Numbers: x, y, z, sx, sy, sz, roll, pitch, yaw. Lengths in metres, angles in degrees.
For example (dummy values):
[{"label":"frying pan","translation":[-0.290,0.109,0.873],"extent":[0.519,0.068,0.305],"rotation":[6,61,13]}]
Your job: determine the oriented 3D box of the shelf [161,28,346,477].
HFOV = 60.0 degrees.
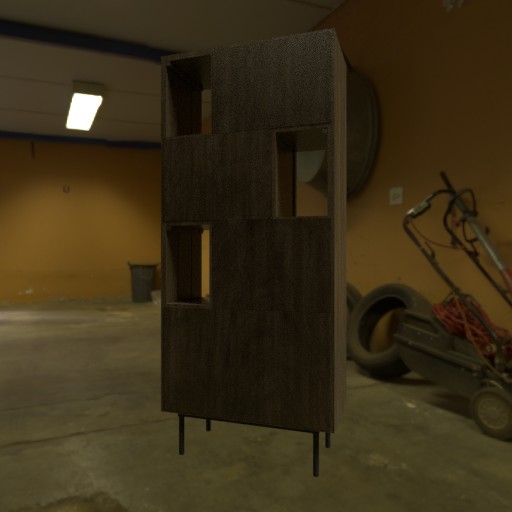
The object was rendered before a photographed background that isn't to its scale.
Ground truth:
[{"label":"shelf","translation":[0.000,0.000,1.760],"extent":[0.670,1.545,0.323],"rotation":[0,0,19]}]
